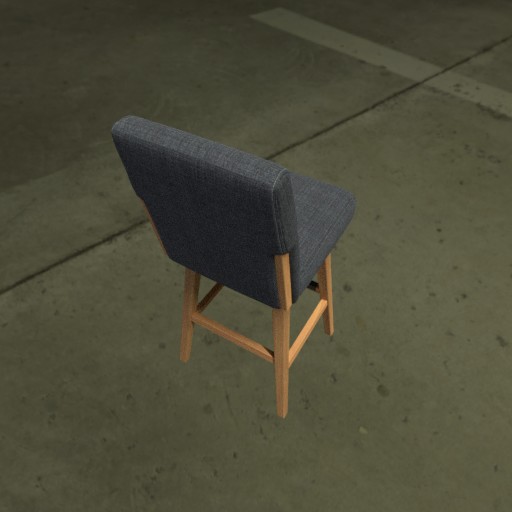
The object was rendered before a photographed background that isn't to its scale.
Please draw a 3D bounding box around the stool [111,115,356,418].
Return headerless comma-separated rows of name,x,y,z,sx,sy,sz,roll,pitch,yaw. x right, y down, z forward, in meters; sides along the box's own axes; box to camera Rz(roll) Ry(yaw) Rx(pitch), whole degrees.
stool,0.000,0.000,1.442,0.483,1.112,0.570,23,50,21
